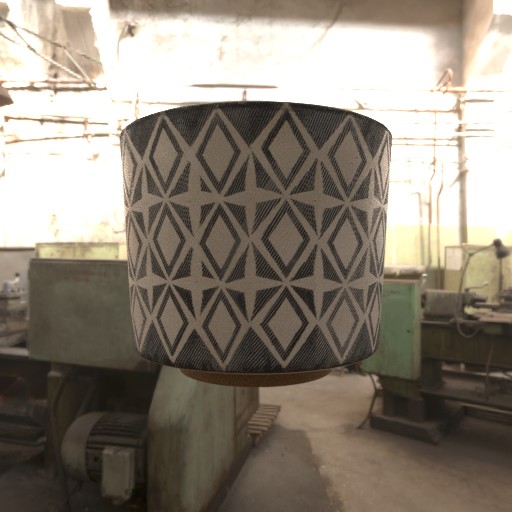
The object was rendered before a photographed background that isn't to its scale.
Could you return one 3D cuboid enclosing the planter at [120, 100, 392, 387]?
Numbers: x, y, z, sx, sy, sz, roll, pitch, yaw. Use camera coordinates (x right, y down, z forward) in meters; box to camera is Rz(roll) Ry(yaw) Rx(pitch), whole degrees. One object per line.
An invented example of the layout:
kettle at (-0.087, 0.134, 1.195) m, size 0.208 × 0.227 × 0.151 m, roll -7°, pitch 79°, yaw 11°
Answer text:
planter at (0.000, 0.000, 0.442) m, size 0.260 × 0.220 × 0.260 m, roll 0°, pitch 0°, yaw 0°
